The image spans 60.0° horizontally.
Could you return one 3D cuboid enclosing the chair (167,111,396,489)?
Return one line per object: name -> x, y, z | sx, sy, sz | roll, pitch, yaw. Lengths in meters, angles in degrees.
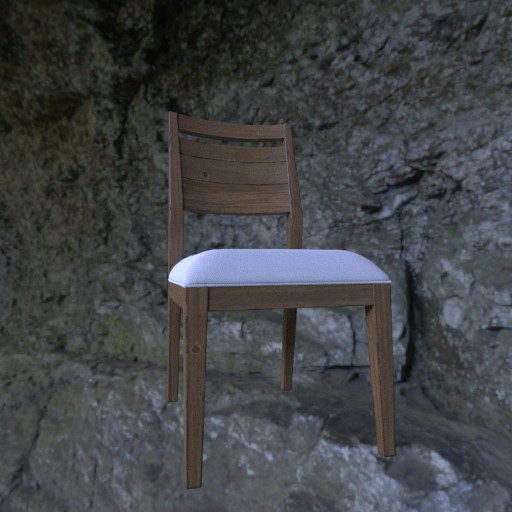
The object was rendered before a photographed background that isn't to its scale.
chair -> 0.000, 0.000, 1.255 | 0.497, 0.939, 0.610 | 0, 0, -18
